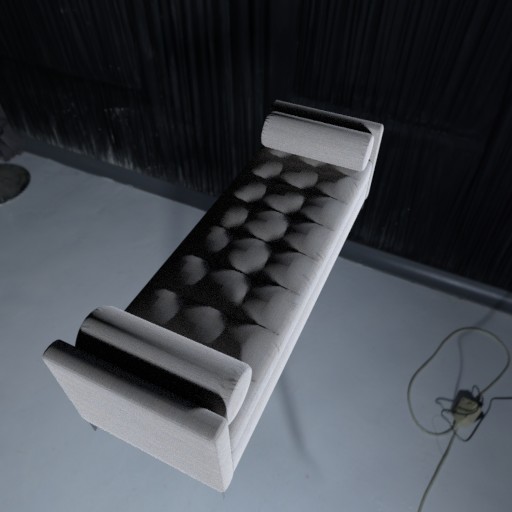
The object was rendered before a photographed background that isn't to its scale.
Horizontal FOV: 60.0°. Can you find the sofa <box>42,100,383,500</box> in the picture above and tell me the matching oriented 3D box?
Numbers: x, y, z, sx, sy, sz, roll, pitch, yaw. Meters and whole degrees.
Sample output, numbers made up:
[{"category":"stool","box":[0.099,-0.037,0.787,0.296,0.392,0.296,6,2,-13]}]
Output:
[{"category":"sofa","box":[0.000,0.000,2.226,0.686,0.635,1.981,19,50,17]}]
